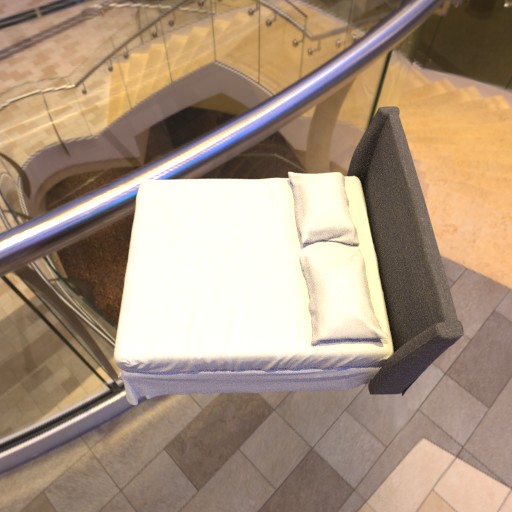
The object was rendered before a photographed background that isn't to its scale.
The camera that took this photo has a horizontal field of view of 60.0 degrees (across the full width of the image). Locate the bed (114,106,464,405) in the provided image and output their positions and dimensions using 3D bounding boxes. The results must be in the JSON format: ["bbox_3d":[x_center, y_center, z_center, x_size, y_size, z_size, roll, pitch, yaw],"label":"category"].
[{"bbox_3d":[0.000,0.000,3.470,2.276,1.332,1.925,-1,58,-1],"label":"bed"}]
